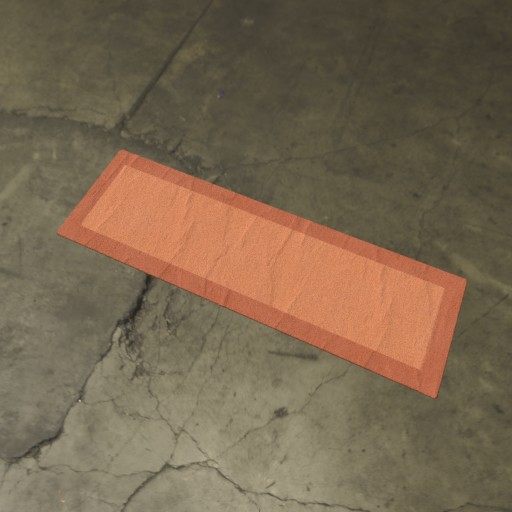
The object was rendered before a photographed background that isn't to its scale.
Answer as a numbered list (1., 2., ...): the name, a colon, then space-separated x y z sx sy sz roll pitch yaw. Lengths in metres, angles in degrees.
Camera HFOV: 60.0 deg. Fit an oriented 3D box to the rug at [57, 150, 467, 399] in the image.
1. rug: 0.000 0.000 2.712 2.471 0.013 0.914 19 64 10
